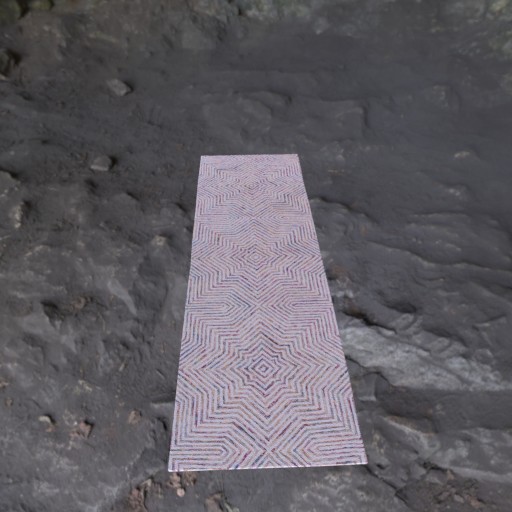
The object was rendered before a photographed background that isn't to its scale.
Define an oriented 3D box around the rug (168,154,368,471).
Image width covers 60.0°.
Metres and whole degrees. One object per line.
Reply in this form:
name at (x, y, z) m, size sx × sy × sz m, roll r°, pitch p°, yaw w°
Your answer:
rug at (0.000, 0.000, 2.598) m, size 0.771 × 0.009 × 2.443 m, roll -2°, pitch 41°, yaw -2°
